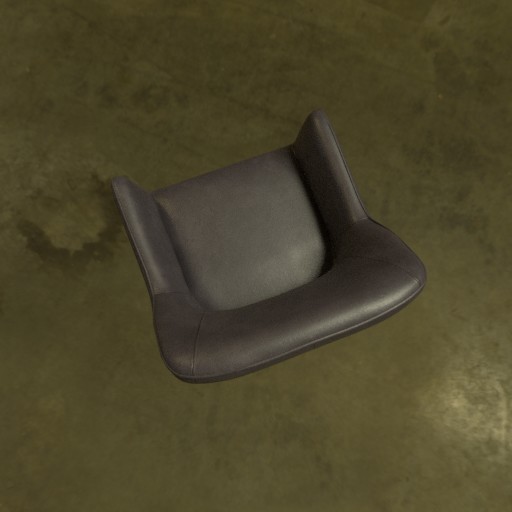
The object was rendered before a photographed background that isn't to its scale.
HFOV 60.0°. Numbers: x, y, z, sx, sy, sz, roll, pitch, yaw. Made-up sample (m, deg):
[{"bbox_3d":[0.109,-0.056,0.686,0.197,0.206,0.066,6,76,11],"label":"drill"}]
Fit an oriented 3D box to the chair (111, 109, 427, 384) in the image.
[{"bbox_3d":[0.000,0.000,1.265,0.610,0.828,0.610,-20,75,-5],"label":"chair"}]
